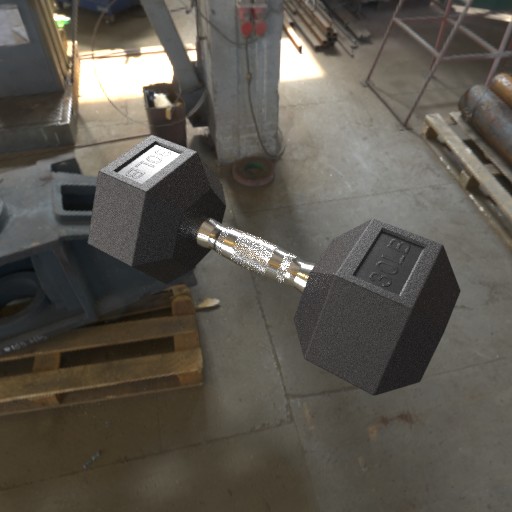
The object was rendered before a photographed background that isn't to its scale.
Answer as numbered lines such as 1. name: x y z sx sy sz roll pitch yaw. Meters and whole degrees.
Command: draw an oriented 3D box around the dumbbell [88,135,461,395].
1. dumbbell: 0.000 0.000 0.409 0.337 0.123 0.142 25 51 21
